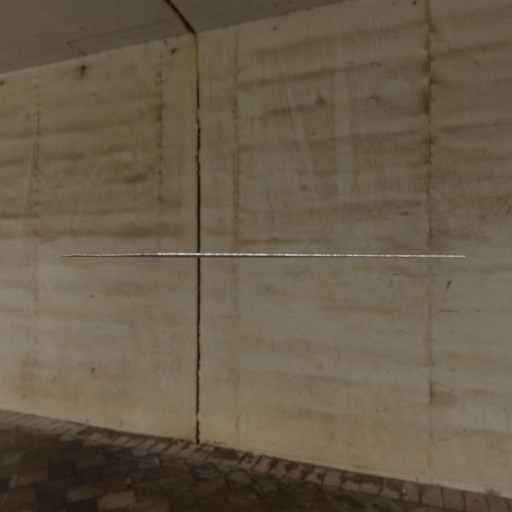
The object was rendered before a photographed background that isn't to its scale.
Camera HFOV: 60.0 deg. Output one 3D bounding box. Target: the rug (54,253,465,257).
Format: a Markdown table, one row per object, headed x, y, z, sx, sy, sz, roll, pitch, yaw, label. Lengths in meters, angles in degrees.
| x | y | z | sx | sy | sz | roll | pitch | yaw | label |
| --- | --- | --- | --- | --- | --- | --- | --- | --- | --- |
| 0.000 | 0.000 | 4.193 | 3.054 | 0.030 | 2.430 | 0 | -1 | -36 | rug |
